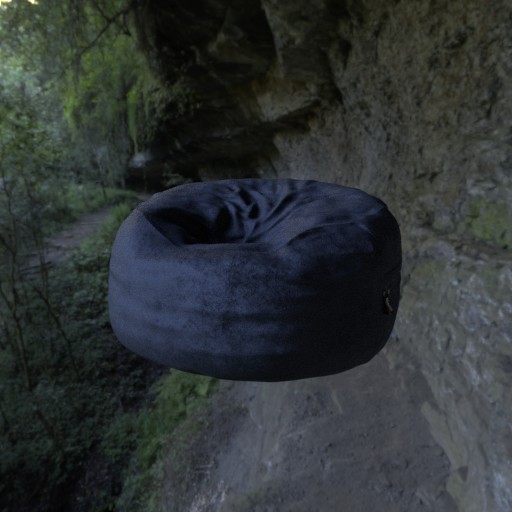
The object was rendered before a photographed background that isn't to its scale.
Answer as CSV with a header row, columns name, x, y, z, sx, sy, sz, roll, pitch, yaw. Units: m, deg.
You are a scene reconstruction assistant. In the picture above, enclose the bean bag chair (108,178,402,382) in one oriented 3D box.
name,x,y,z,sx,sy,sz,roll,pitch,yaw
bean bag chair,0.000,0.000,2.383,1.525,0.751,1.525,0,15,0
